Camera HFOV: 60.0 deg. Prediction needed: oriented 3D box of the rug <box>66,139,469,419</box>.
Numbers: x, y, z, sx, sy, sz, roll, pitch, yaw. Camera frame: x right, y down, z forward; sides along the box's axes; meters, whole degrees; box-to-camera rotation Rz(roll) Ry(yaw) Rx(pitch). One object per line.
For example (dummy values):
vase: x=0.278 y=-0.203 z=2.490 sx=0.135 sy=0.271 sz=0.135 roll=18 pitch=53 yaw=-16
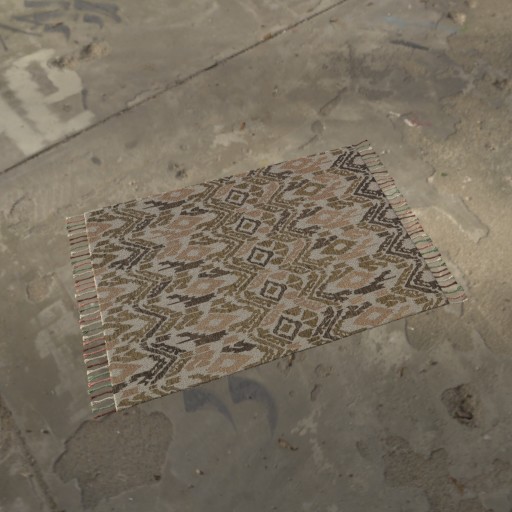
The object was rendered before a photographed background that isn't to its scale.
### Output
rug: x=0.000 y=0.000 z=3.052 sx=2.438 sy=0.008 sz=1.524 roll=-16 pitch=61 yaw=-9
